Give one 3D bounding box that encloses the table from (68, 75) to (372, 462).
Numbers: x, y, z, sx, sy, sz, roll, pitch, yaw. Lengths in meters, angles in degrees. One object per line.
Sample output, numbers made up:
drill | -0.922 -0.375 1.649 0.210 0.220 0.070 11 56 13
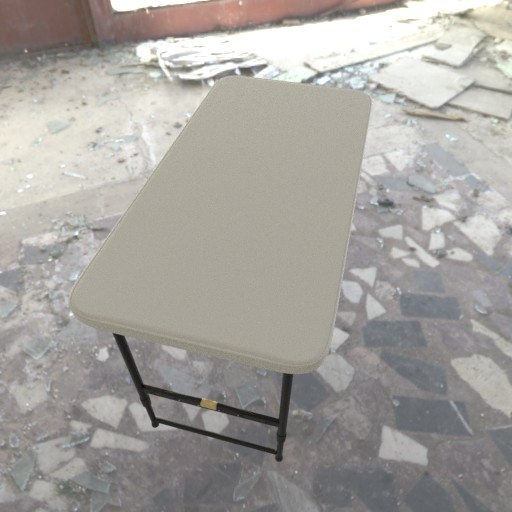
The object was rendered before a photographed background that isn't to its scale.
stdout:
table | 0.000 0.000 1.605 0.610 0.737 1.219 11 48 10
